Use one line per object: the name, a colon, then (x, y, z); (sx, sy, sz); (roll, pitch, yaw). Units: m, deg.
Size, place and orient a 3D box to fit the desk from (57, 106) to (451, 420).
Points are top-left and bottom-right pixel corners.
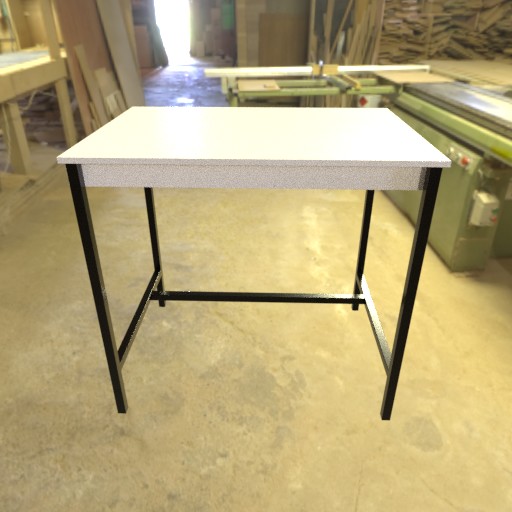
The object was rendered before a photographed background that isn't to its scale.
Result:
desk: (0.000, 0.000, 1.344); (0.811, 0.766, 0.573); (1, 29, 2)
